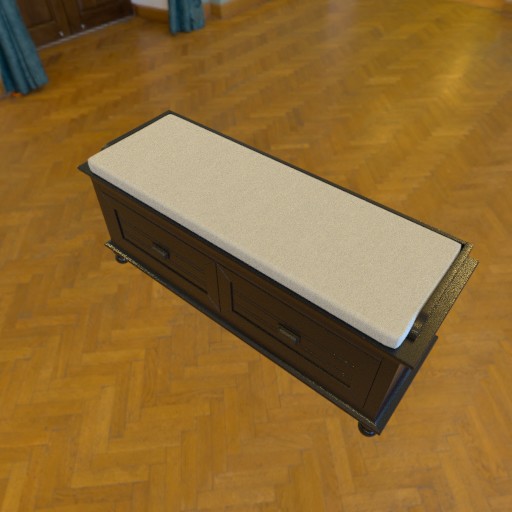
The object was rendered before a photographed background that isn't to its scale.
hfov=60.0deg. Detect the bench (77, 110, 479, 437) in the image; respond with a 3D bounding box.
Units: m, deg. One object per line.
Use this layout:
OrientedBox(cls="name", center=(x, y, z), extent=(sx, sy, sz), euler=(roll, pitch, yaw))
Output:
OrientedBox(cls="bench", center=(0.000, 0.000, 1.458), extent=(1.185, 0.501, 0.402), euler=(30, 53, 25))
